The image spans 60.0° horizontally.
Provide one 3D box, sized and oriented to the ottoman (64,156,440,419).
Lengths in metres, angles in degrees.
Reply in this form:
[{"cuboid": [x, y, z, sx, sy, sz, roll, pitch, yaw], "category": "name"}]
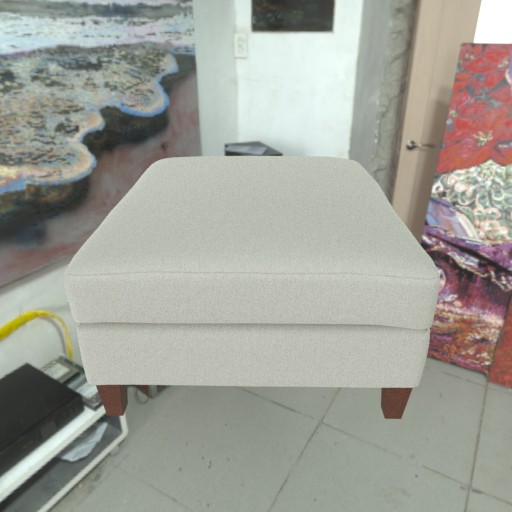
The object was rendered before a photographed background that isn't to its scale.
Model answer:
[{"cuboid": [0.000, 0.000, 1.445, 0.836, 0.492, 0.976, 0, 27, 1], "category": "ottoman"}]
